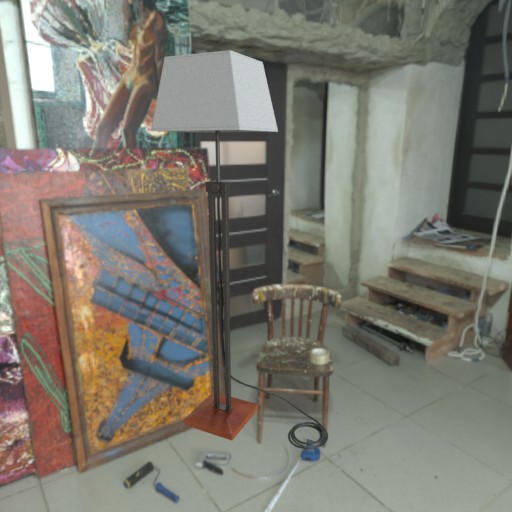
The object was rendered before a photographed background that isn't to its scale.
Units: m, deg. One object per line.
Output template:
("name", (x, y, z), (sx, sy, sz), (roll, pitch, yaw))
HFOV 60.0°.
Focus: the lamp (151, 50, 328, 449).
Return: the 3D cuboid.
("lamp", (0.000, 0.000, 2.022), (0.745, 1.712, 0.472), (7, 16, 26))
